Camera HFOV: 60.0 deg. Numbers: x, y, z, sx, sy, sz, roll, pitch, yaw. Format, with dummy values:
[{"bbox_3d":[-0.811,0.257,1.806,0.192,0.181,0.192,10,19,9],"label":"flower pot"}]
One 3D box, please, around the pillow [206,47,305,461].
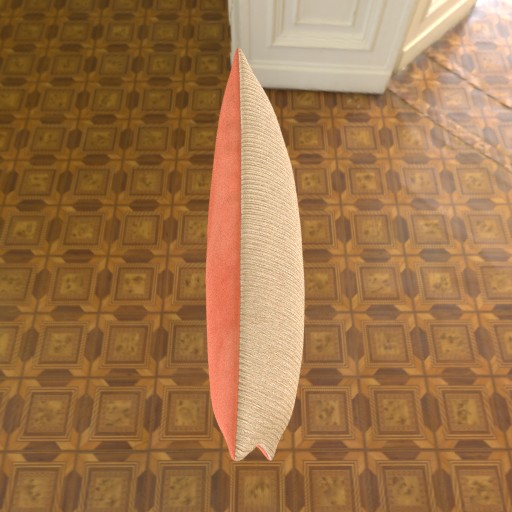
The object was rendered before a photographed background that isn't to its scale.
[{"bbox_3d":[0.000,0.000,0.723,0.155,0.307,0.608,-1,65,0],"label":"pillow"}]
